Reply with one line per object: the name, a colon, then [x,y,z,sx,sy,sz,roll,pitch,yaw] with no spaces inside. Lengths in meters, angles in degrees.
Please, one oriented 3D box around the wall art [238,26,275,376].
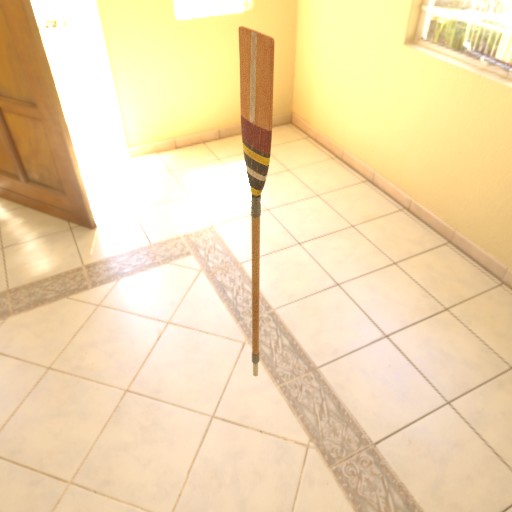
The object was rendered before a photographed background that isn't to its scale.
wall art: [0.000,0.000,1.668,0.038,1.556,0.146,-26,47,-27]
